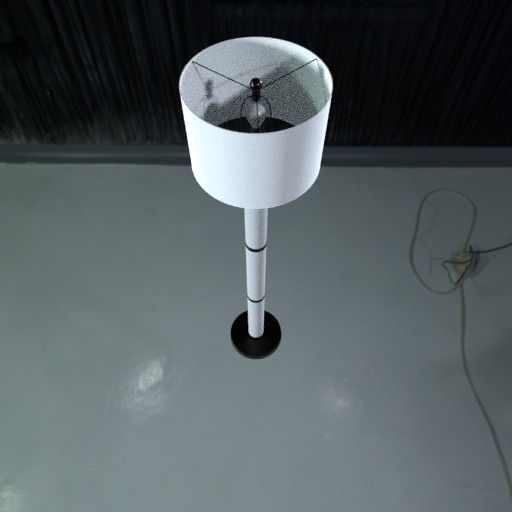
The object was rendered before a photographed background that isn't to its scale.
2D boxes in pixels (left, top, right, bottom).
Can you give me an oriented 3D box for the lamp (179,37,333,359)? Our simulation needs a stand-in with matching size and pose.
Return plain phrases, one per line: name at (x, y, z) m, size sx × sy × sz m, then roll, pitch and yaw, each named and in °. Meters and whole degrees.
lamp at (0.000, 0.000, 1.751) m, size 0.377 × 1.599 × 0.377 m, roll -2°, pitch 57°, yaw -1°
